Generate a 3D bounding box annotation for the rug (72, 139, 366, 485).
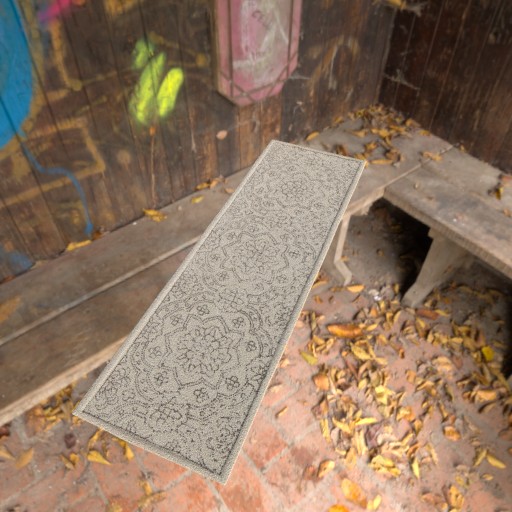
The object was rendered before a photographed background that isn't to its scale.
[{"bbox_3d":[0.000,0.000,2.655,0.769,0.012,2.448,17,49,16],"label":"rug"}]
